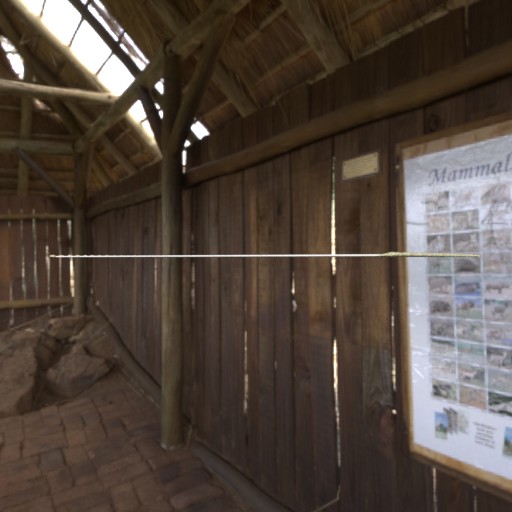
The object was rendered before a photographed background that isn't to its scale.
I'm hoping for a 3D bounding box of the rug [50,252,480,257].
[{"bbox_3d":[0.000,0.000,2.237,1.875,0.013,1.162,0,0,37],"label":"rug"}]
